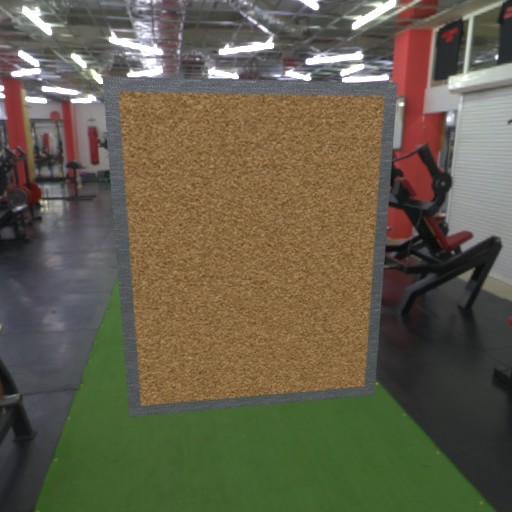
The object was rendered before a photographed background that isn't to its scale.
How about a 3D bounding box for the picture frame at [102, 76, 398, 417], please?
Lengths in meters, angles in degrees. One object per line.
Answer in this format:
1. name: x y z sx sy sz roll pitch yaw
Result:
1. picture frame: 0.000 0.000 0.755 0.454 0.559 0.029 -2 14 -9
